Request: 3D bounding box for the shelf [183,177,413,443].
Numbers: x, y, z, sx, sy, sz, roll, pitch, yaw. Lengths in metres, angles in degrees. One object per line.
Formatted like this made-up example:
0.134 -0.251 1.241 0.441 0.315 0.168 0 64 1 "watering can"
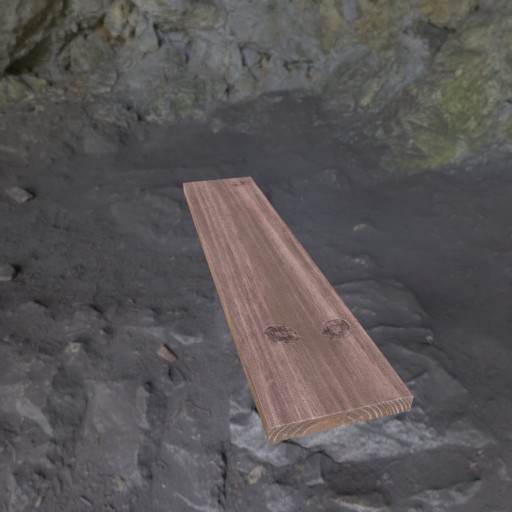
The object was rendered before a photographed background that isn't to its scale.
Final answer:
0.000 0.000 0.655 0.140 0.020 0.610 -8 31 -13 "shelf"
